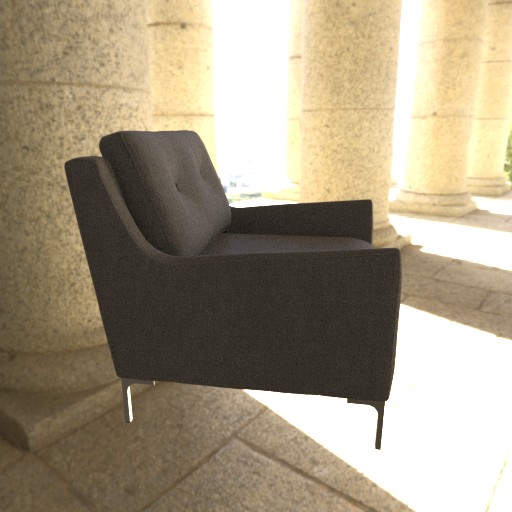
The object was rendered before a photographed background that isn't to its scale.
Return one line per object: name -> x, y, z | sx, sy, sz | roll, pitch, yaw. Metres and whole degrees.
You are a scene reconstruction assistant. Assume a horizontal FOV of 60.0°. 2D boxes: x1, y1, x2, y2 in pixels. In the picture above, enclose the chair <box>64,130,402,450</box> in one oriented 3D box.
chair -> 0.000, 0.000, 1.517 | 0.849, 0.828, 0.847 | 3, 16, 9
